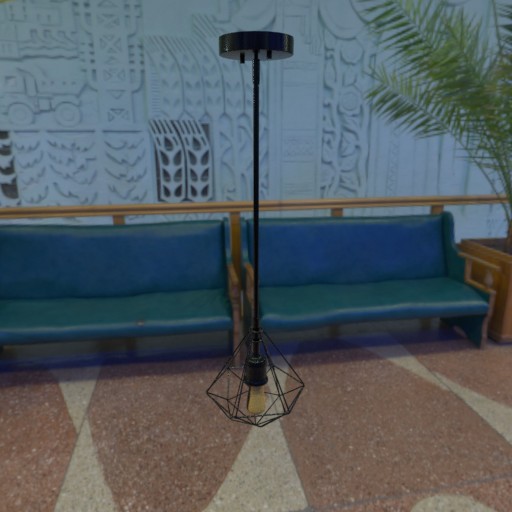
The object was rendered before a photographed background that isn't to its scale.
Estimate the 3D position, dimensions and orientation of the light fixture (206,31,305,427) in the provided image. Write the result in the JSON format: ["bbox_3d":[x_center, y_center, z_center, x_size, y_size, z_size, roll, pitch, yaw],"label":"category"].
[{"bbox_3d":[0.000,0.000,1.975,0.487,1.764,0.431,-2,16,-7],"label":"light fixture"}]
